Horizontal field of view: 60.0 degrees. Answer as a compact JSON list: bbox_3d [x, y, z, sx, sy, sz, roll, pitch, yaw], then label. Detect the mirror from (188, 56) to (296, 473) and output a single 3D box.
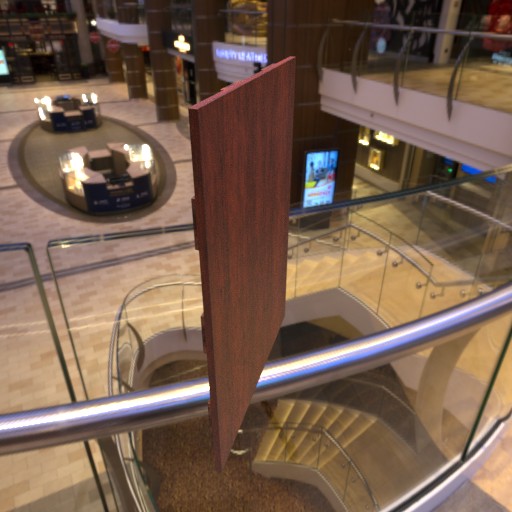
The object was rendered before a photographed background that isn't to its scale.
[{"bbox_3d":[0.000,0.000,1.053,0.021,0.805,0.600,9,32,15],"label":"mirror"}]
